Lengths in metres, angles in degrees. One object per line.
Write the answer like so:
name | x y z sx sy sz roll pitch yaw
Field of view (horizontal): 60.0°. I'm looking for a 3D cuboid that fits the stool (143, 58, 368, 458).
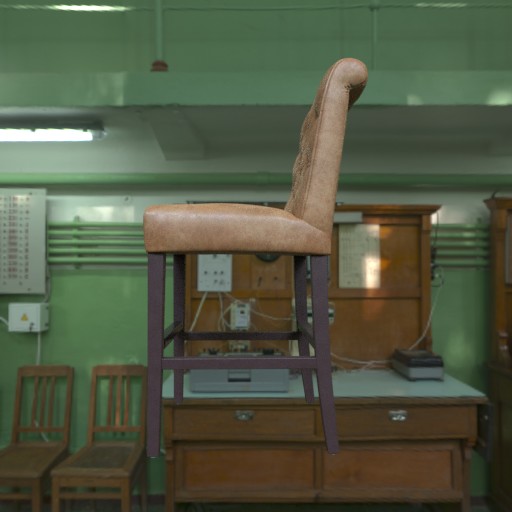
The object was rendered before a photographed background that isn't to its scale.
stool | 0.000 0.000 1.378 0.601 1.047 0.493 0 0 -1
